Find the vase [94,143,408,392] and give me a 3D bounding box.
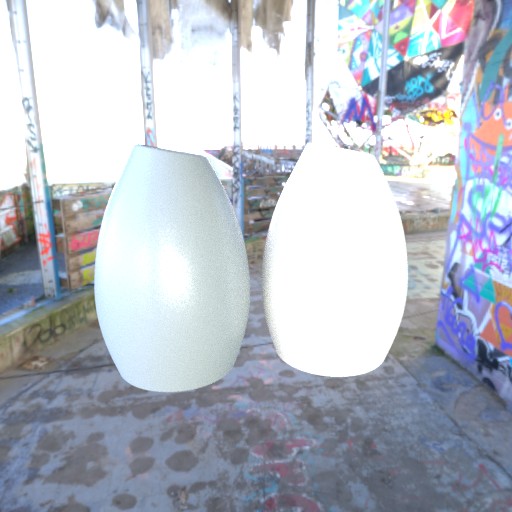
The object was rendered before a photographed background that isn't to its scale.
[{"bbox_3d":[0.000,0.000,0.266,0.187,0.131,0.089,-2,15,-9],"label":"vase"}]
